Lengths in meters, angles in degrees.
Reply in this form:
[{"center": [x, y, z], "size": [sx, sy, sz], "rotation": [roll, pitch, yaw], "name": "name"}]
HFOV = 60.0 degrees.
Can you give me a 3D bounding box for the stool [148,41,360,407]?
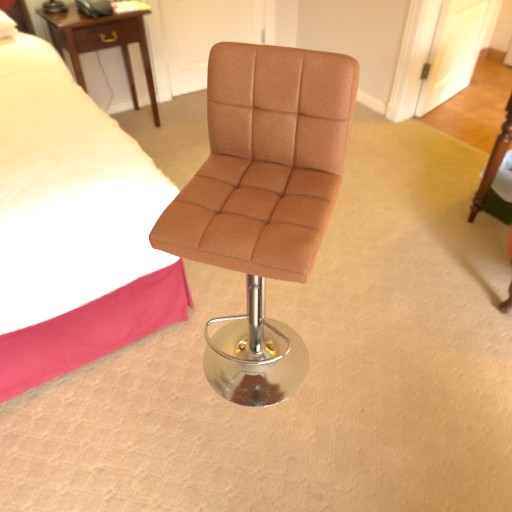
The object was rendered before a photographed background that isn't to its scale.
[{"center": [0.000, 0.000, 1.395], "size": [0.430, 1.115, 0.505], "rotation": [13, 44, 13], "name": "stool"}]
